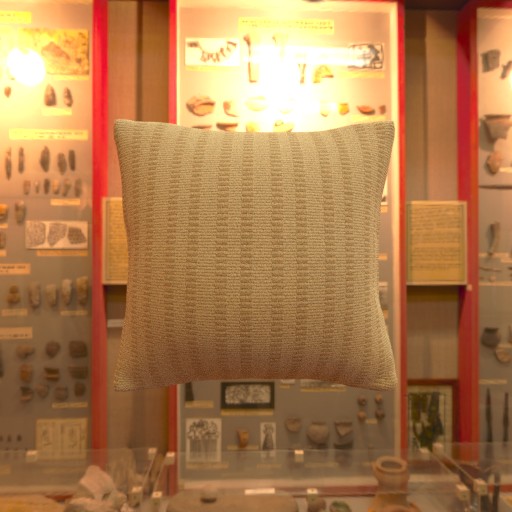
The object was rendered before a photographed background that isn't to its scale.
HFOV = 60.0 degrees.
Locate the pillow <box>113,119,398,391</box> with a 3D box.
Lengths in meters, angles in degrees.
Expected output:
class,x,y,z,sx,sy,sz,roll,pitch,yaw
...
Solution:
class,x,y,z,sx,sy,sz,roll,pitch,yaw
pillow,0.000,0.000,0.683,0.438,0.419,0.247,0,0,-1
